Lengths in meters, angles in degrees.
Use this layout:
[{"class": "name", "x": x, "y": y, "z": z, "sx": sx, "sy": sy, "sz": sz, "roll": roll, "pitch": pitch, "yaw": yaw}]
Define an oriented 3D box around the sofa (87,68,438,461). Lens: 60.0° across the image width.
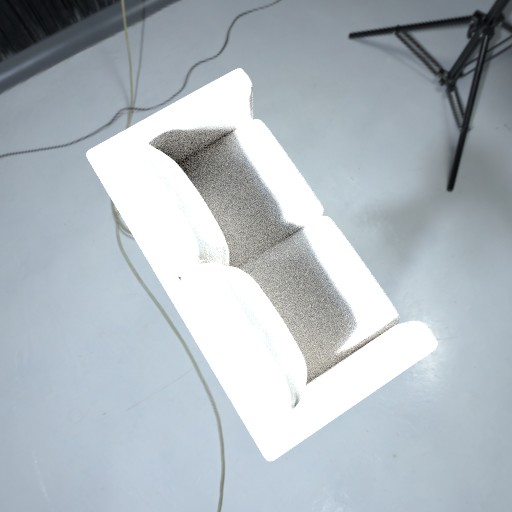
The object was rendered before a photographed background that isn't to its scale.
[{"class": "sofa", "x": 0.000, "y": 0.000, "z": 1.983, "sx": 0.796, "sy": 0.908, "sz": 1.430, "roll": -32, "pitch": 78, "yaw": -7}]
